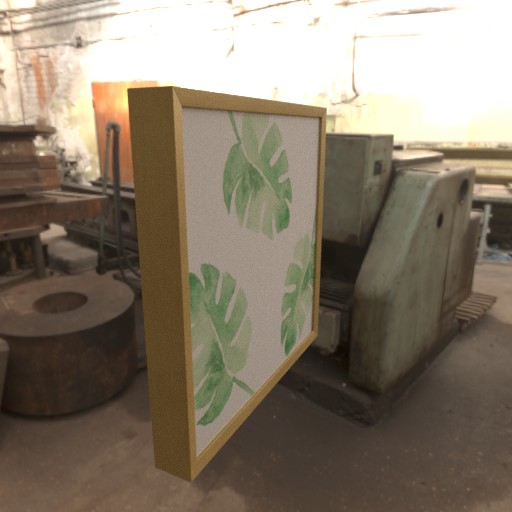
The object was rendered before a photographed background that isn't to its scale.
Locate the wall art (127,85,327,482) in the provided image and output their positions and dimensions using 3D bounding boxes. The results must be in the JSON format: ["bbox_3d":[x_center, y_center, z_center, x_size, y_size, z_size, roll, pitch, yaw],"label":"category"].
[{"bbox_3d":[0.000,0.000,0.460,0.038,0.305,0.305,8,18,26],"label":"wall art"}]
